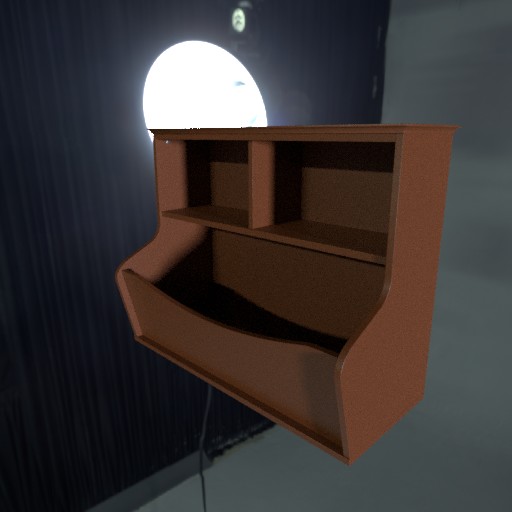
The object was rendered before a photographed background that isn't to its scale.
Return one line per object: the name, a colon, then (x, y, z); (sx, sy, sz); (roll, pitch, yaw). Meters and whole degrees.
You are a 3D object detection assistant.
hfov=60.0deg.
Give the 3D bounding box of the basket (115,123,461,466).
basket: (0.000, 0.000, 1.116); (0.792, 0.625, 0.376); (15, 21, 43)
